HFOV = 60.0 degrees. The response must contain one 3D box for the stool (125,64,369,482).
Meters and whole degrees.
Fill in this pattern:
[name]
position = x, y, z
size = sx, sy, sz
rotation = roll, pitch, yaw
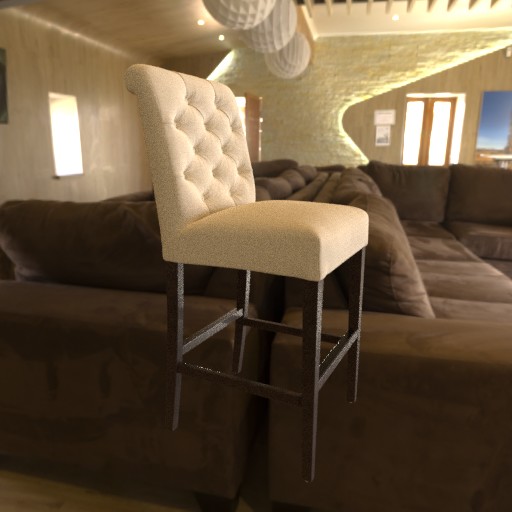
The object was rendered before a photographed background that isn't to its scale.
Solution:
[stool]
position = 0.000, 0.000, 1.407
size = 0.610, 1.118, 0.482
rotation = 7, 15, 27
